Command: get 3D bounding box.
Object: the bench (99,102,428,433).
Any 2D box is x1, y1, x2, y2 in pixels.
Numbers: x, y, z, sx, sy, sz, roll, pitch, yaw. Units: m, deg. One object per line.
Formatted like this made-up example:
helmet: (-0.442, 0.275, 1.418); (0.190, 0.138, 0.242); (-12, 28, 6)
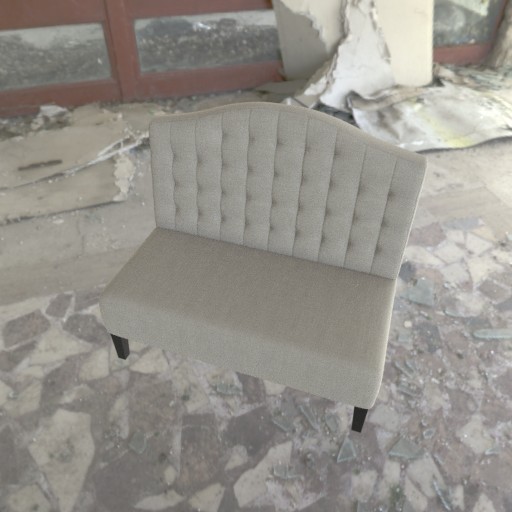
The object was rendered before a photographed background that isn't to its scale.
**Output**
bench: (0.000, 0.000, 2.104); (1.335, 1.180, 0.815); (13, 43, 14)
